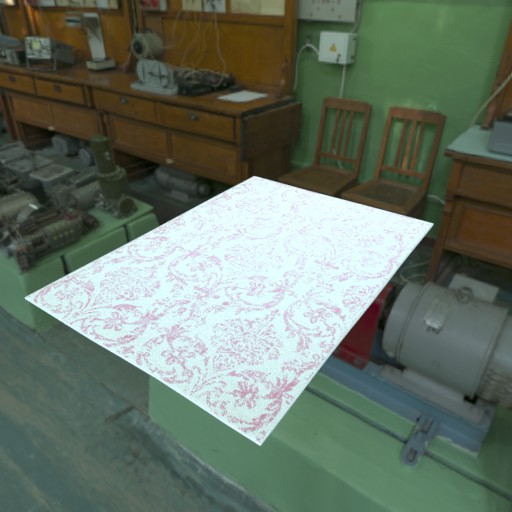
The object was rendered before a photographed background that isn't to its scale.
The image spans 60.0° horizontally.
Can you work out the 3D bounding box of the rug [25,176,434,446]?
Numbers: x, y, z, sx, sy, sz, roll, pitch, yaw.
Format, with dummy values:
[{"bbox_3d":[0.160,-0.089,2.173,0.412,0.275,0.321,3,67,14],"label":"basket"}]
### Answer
[{"bbox_3d":[0.000,0.000,2.834,1.598,0.014,2.202,20,37,29],"label":"rug"}]
